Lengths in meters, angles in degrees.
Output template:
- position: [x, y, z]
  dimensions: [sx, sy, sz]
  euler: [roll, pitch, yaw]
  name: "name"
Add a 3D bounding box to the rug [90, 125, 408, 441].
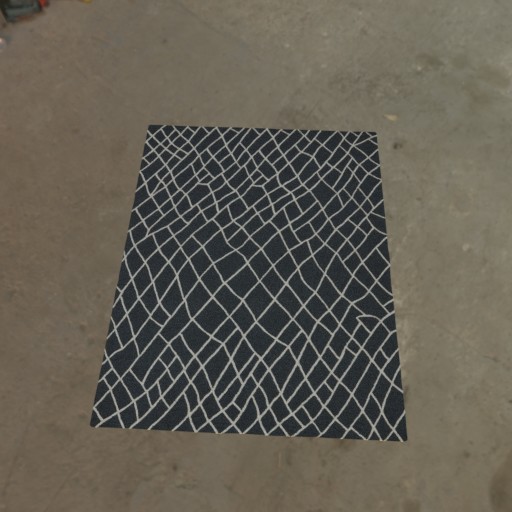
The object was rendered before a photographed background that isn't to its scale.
- position: [0.000, 0.000, 4.056]
  dimensions: [2.439, 0.022, 3.047]
  euler: [2, 64, 1]
  name: "rug"
